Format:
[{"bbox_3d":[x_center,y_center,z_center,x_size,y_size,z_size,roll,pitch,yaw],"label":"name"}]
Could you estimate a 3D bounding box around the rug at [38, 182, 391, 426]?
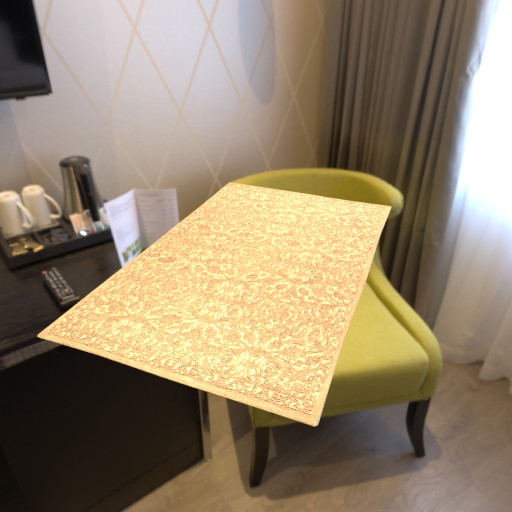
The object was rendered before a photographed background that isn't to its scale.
[{"bbox_3d":[0.000,0.000,3.070,1.529,0.012,2.435,11,32,19],"label":"rug"}]
